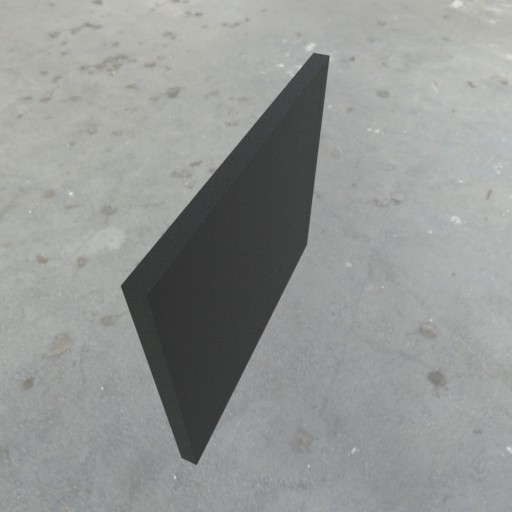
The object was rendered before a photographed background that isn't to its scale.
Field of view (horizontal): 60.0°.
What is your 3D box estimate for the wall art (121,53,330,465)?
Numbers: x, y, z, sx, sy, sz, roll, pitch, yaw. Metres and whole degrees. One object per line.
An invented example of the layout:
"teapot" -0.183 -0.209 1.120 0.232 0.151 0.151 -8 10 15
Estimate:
"wall art" 0.000 0.000 0.745 0.029 0.457 0.558 18 50 16
